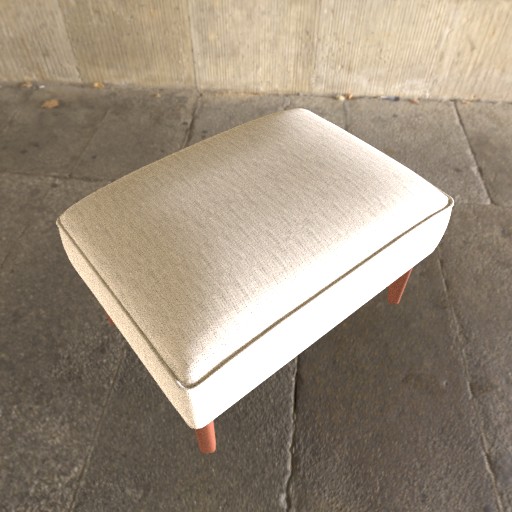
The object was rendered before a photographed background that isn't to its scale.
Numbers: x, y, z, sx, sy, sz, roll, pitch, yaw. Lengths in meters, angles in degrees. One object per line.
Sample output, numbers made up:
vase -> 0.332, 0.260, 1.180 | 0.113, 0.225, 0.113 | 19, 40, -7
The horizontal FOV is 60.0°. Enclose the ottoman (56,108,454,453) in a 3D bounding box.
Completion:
ottoman -> 0.000, 0.000, 1.165 | 0.794, 0.465, 0.594 | -31, 55, -25
